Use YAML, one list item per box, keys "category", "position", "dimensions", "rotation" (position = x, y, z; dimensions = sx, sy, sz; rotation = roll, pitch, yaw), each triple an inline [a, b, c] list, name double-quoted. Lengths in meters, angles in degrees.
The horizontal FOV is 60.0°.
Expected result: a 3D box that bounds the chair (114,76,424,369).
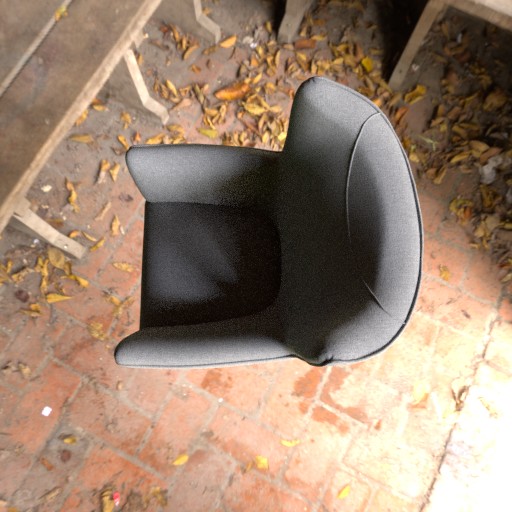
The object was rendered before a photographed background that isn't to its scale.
- category: "chair"
  position: [0.000, 0.000, 1.563]
  dimensions: [0.888, 0.933, 0.781]
  rotation: [-1, 75, 0]
